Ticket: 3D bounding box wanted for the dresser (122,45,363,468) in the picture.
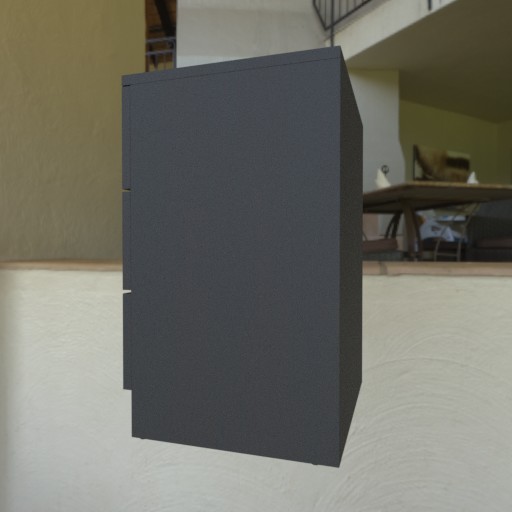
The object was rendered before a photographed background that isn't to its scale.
[{"bbox_3d":[0.000,0.000,0.830,0.360,0.560,0.400,0,1,18],"label":"dresser"}]
